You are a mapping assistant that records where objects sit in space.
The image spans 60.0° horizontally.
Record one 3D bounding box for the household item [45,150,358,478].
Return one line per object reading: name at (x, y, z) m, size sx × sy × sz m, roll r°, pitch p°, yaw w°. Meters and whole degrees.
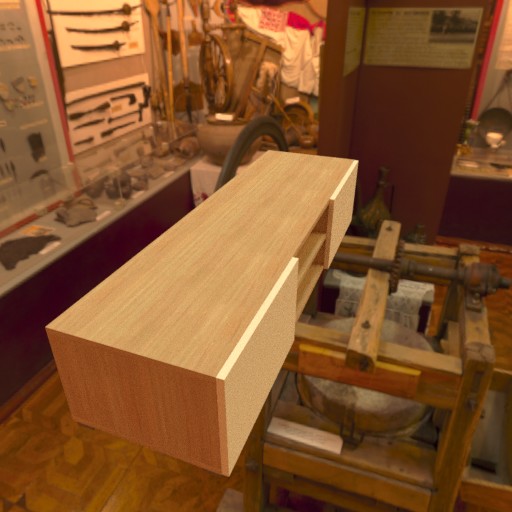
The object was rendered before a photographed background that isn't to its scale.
household item at (0.000, 0.000, 1.522) m, size 0.420 × 0.310 × 1.400 m, roll 11°, pitch 32°, yaw 18°
